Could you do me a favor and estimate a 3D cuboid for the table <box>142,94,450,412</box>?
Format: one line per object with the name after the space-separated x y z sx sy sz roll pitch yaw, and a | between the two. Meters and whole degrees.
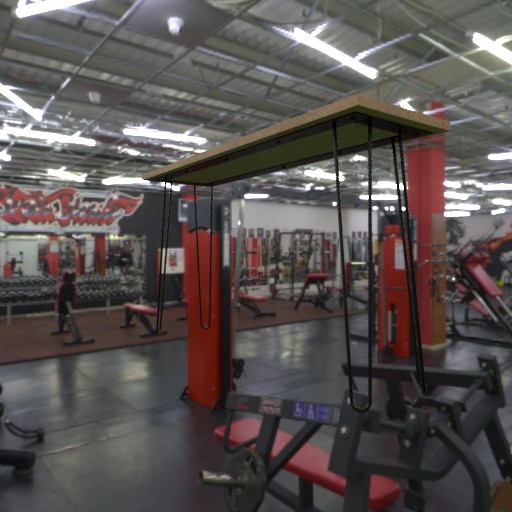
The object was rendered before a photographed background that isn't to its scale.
0.000 0.000 1.757 0.399 0.799 1.400 0 1 -36 | table
